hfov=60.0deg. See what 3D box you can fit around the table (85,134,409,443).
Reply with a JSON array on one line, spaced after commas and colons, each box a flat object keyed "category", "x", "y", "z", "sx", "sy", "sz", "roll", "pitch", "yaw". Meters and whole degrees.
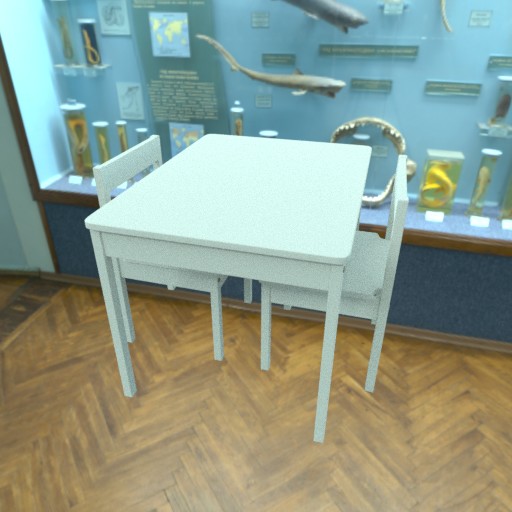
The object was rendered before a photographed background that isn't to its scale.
[{"category": "table", "x": 0.000, "y": 0.000, "z": 1.142, "sx": 0.672, "sy": 0.503, "sz": 0.650, "roll": 8, "pitch": 31, "yaw": 14}]
